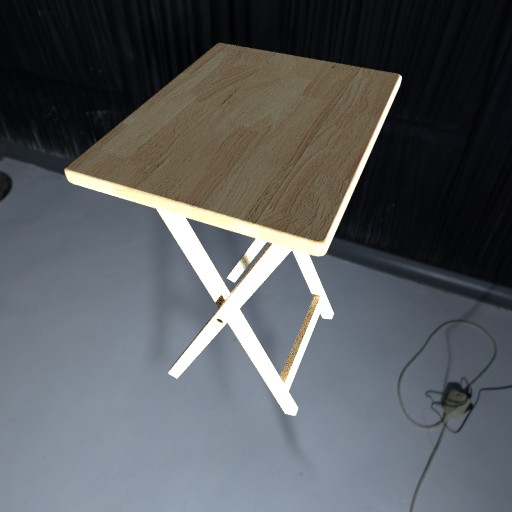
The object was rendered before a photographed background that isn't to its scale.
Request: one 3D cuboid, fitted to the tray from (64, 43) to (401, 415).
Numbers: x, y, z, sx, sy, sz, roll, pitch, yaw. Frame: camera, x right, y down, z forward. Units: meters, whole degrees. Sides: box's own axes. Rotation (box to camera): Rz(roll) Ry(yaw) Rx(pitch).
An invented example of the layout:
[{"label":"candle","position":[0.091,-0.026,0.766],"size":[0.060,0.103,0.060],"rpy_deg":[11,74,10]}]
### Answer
[{"label":"tray","position":[0.000,0.000,0.953],"size":[0.381,0.660,0.483],"rpy_deg":[17,49,16]}]
